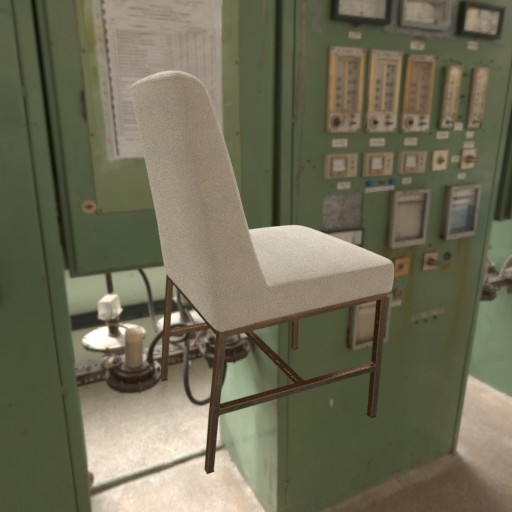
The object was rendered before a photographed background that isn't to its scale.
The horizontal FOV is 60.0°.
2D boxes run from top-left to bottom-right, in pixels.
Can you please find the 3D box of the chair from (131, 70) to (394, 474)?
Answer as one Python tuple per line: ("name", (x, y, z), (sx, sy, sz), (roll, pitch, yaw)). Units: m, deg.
("chair", (0.000, 0.000, 1.266), (0.597, 0.933, 0.503), (-8, 18, -24))
